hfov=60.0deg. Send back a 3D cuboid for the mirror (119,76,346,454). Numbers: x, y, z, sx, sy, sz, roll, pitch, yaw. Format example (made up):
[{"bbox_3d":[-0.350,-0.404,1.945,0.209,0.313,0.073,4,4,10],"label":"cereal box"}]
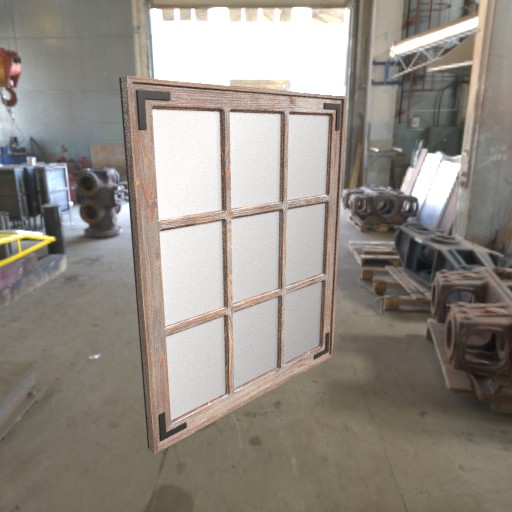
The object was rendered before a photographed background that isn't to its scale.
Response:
[{"bbox_3d":[0.000,0.000,1.243,0.730,0.882,0.032,-14,21,-42],"label":"mirror"}]
